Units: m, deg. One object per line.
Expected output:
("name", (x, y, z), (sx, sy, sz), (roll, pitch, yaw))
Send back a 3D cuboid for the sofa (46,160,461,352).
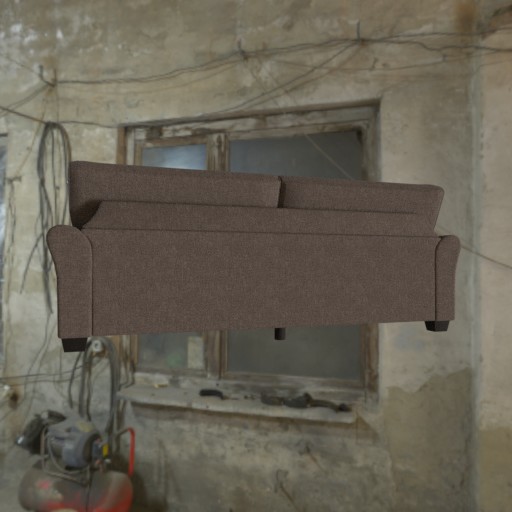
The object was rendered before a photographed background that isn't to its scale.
("sofa", (0.000, 0.000, 2.480), (2.032, 0.813, 0.889), (0, -1, -18))
